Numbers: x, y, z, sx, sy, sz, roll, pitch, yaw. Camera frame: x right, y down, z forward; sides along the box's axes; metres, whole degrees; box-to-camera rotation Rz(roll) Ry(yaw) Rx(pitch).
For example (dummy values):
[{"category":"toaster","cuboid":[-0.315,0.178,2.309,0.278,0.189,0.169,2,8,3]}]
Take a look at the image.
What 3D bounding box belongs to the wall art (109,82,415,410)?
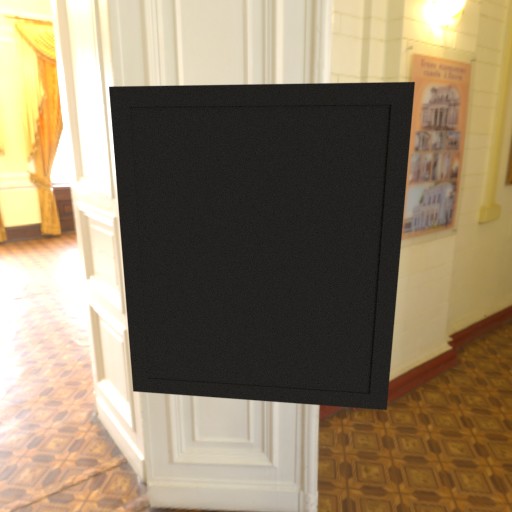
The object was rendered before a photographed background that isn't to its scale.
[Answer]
[{"category":"wall art","cuboid":[0.000,0.000,0.499,0.311,0.361,0.010,2,15,7]}]
